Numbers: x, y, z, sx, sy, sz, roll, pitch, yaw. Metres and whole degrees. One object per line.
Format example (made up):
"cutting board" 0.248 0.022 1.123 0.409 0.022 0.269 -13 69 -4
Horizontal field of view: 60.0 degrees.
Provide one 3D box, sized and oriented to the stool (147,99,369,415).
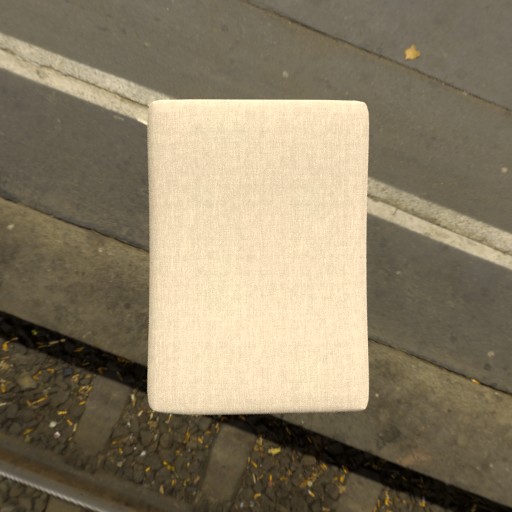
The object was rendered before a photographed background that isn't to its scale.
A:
"stool" 0.000 0.000 0.980 0.356 0.660 0.508 0 90 -1
